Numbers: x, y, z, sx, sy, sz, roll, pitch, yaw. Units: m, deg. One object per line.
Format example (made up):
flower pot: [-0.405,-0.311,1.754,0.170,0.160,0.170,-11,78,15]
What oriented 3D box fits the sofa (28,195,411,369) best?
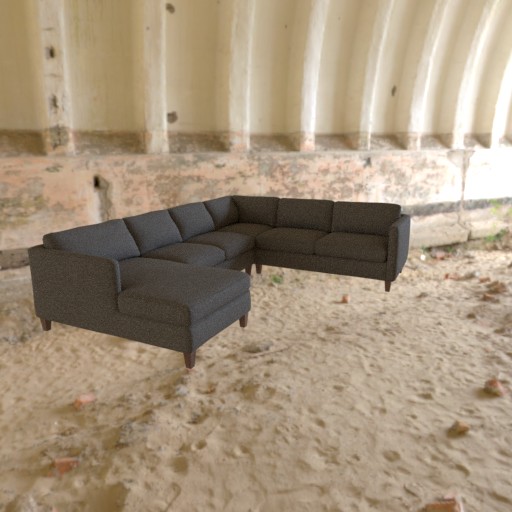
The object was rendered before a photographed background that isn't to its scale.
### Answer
sofa: [0.000,0.000,4.446,2.551,0.853,3.238,7,16,25]
